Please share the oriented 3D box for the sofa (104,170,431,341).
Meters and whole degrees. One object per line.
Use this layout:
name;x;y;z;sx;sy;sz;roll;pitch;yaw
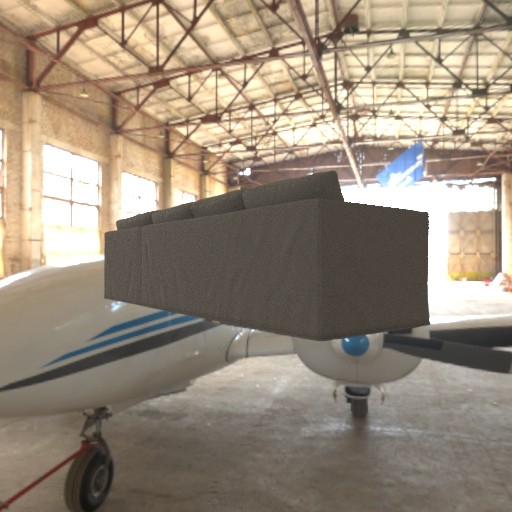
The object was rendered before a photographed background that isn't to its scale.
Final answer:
sofa;0.000;0.000;3.844;1.622;0.867;3.177;1;-1;-37
